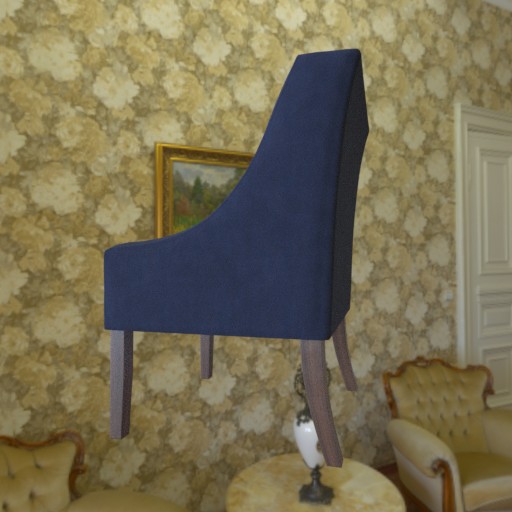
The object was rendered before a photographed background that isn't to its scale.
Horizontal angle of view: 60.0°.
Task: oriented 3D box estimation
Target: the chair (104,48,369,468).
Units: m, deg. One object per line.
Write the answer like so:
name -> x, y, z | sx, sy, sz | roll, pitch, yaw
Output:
chair -> 0.000, 0.000, 1.299 | 0.629, 0.895, 0.629 | 0, 0, 16
